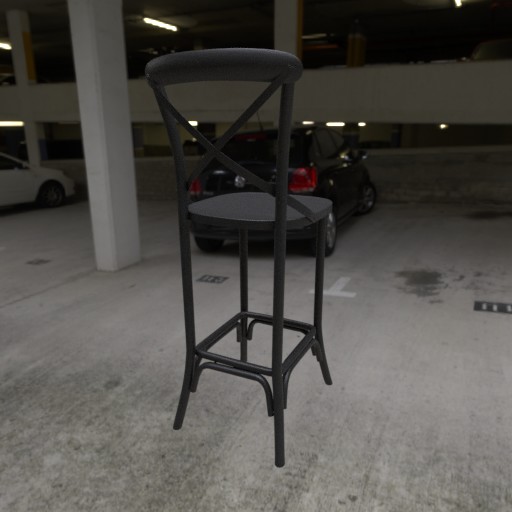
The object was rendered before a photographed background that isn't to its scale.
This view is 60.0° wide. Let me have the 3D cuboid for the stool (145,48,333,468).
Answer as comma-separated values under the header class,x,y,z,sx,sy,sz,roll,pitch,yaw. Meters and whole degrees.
class,x,y,z,sx,sy,sz,roll,pitch,yaw
stool,0.000,0.000,1.456,0.457,1.168,0.584,8,19,25
